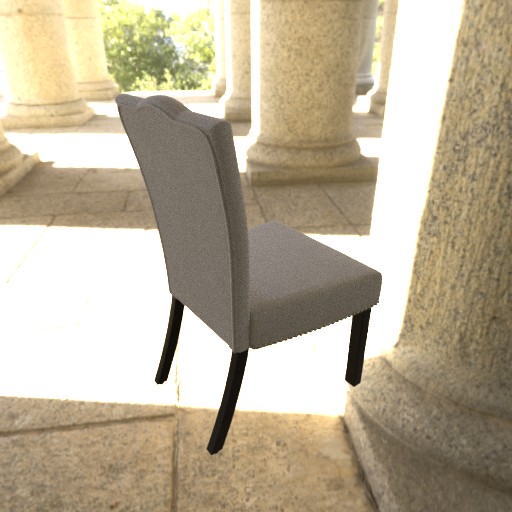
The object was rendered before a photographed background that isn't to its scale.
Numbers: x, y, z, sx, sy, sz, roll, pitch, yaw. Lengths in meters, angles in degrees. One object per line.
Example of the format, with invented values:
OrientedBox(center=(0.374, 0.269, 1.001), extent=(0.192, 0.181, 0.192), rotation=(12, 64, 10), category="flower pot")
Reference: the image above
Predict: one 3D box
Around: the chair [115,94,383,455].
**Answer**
OrientedBox(center=(0.000, 0.000, 1.322), extent=(0.589, 0.946, 0.518), rotation=(-19, 32, -32), category="chair")
